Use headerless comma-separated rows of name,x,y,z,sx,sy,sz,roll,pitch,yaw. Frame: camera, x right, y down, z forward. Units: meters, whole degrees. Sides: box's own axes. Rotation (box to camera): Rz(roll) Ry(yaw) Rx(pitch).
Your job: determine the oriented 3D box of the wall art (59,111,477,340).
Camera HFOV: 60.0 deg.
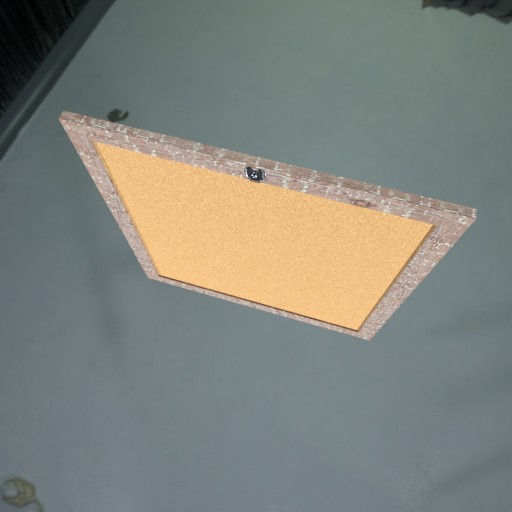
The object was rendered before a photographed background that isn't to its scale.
wall art,0.000,0.000,0.567,0.384,0.384,0.012,15,65,7
